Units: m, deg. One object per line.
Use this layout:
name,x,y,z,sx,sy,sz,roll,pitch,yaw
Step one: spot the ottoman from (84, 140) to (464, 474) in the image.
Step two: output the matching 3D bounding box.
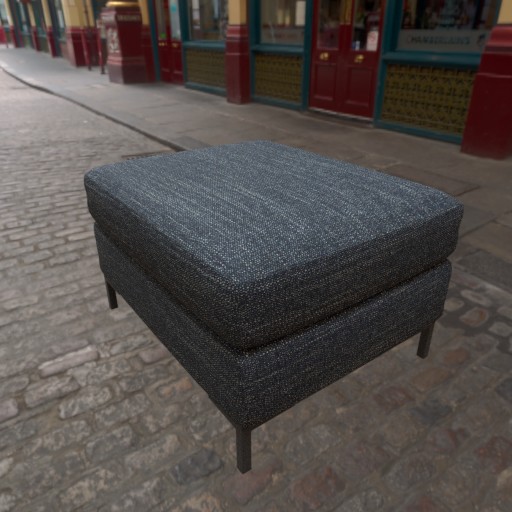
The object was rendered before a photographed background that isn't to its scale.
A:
ottoman,0.000,0.000,1.222,0.667,0.491,0.814,-18,32,-32
